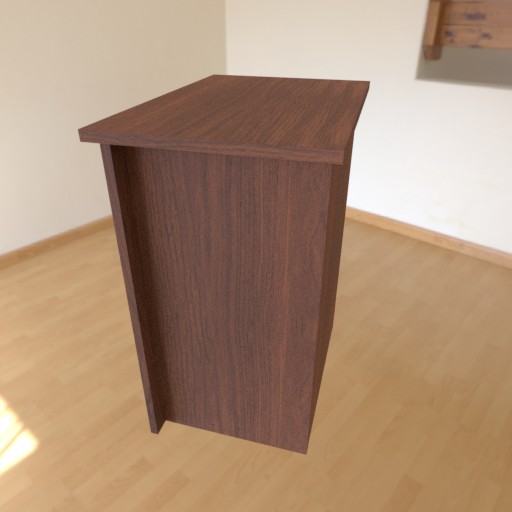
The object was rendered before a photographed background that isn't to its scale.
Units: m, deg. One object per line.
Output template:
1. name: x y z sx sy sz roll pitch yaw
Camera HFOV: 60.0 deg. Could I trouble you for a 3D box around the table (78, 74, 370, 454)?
1. table: 0.000 0.000 1.050 0.406 0.711 0.589 8 31 14
